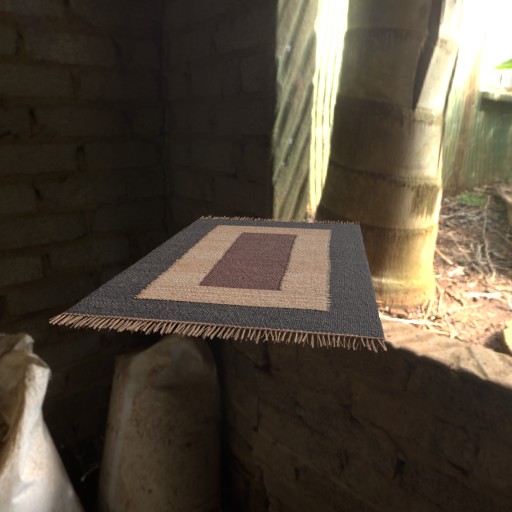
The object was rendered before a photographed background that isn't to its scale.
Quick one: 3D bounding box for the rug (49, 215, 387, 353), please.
[{"bbox_3d":[0.000,0.000,2.487,1.224,0.027,2.021,3,17,10],"label":"rug"}]
